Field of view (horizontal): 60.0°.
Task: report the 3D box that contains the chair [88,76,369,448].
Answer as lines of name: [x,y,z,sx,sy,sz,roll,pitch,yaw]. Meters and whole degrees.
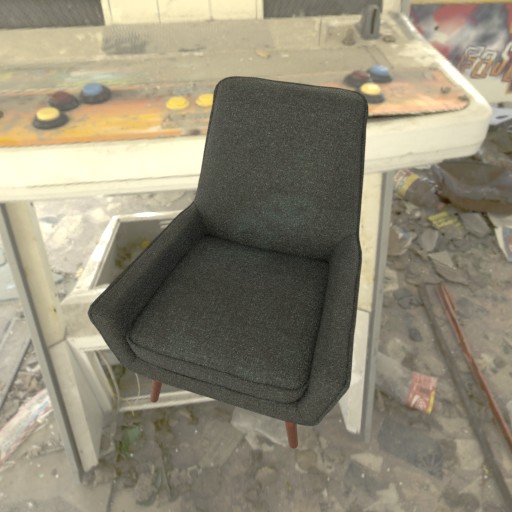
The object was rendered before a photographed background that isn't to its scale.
chair: [0.000,0.000,1.486,0.763,0.883,0.859,13,44,14]
